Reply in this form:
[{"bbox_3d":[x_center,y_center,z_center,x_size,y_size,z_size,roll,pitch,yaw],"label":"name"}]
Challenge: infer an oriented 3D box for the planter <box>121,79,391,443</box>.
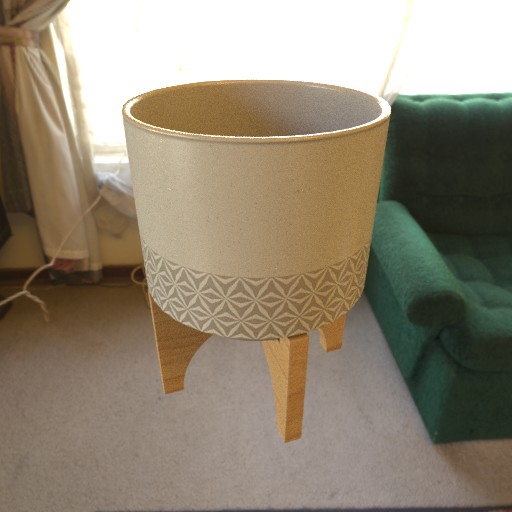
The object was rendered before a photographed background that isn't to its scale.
[{"bbox_3d":[0.000,0.000,0.509,0.249,0.343,0.249,0,31,0],"label":"planter"}]
